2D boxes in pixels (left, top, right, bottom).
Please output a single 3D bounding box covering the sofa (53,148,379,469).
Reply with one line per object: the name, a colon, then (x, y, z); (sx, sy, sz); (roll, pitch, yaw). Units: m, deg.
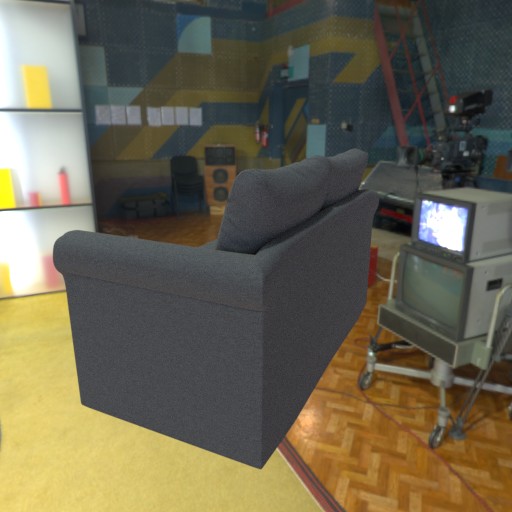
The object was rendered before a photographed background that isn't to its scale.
sofa: (0.000, 0.000, 1.914); (0.741, 0.872, 1.460); (8, 19, 25)
